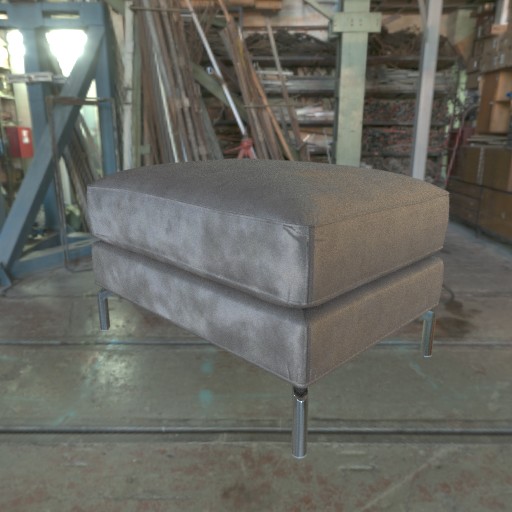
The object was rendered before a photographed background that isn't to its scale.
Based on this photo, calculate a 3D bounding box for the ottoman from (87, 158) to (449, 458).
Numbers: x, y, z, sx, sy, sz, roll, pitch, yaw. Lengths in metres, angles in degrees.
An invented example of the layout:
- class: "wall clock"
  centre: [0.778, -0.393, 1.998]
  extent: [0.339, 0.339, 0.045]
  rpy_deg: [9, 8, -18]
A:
- class: "ottoman"
  centre: [0.000, 0.000, 1.078]
  extent: [0.719, 0.456, 0.520]
  rpy_deg: [15, 22, 43]
